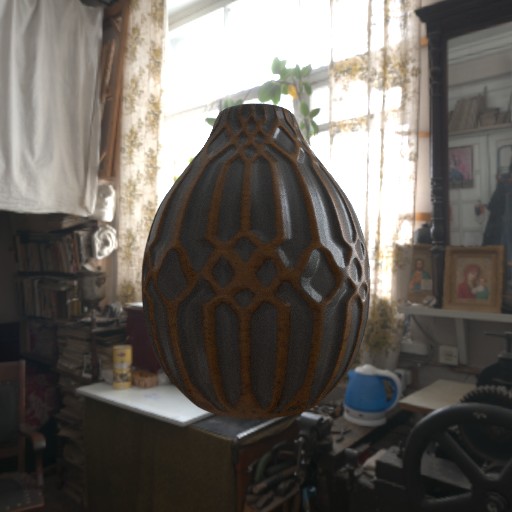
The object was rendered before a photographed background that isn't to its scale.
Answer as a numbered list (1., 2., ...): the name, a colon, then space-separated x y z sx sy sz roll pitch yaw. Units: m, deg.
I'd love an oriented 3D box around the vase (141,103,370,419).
1. vase: 0.000 0.000 0.138 0.069 0.088 0.069 0 0 0
